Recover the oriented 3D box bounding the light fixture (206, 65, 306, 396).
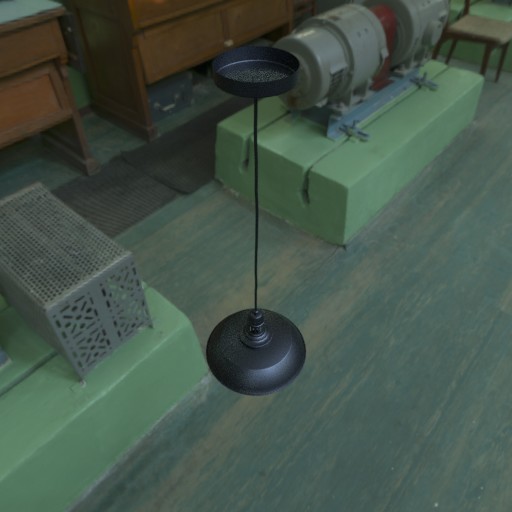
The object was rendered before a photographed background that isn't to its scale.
[{"bbox_3d":[0.000,0.000,1.151,0.331,0.993,0.331,31,53,26],"label":"light fixture"}]
